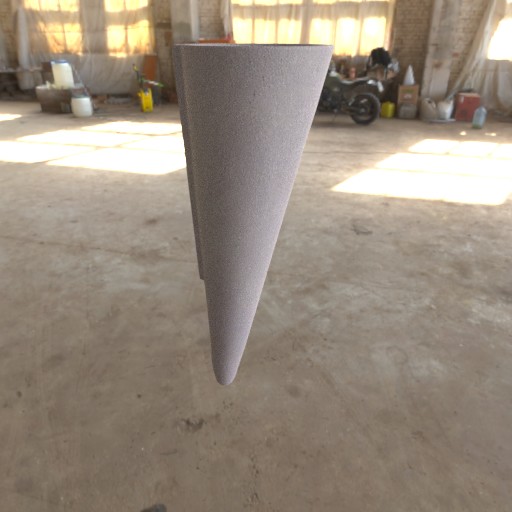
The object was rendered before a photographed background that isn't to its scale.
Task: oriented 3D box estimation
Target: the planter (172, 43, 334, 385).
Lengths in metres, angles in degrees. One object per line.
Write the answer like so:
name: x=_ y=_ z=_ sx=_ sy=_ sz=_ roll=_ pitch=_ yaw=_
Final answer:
planter: x=0.000 y=0.000 z=0.301 sx=0.087 sy=0.259 sz=0.078 roll=17 pitch=31 yaw=31
